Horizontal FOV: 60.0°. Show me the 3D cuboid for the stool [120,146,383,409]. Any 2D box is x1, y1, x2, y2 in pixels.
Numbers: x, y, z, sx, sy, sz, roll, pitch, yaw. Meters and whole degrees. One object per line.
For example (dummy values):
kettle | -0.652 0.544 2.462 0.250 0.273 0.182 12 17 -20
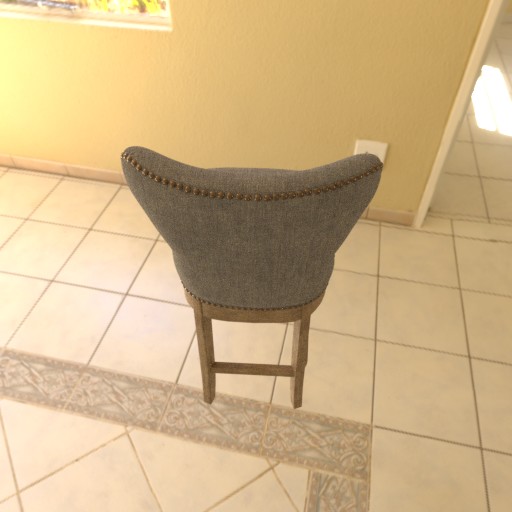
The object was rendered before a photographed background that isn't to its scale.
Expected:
stool | 0.000 0.000 1.306 0.498 0.981 0.608 2 46 2
